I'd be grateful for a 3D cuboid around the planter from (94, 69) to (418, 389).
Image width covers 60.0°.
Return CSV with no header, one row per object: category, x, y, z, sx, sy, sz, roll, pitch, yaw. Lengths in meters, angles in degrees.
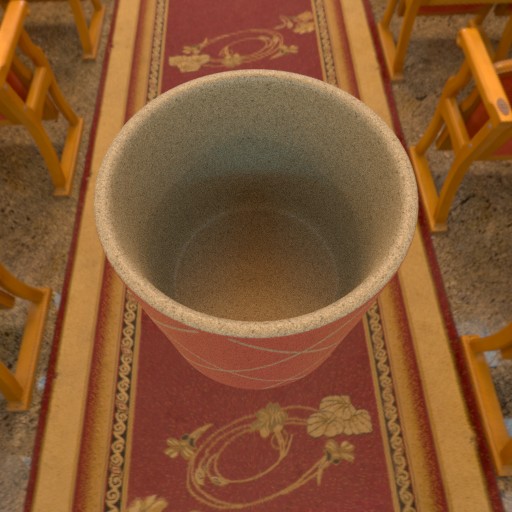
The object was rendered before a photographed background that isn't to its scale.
planter,0.000,0.000,0.417,0.227,0.235,0.227,0,63,0
